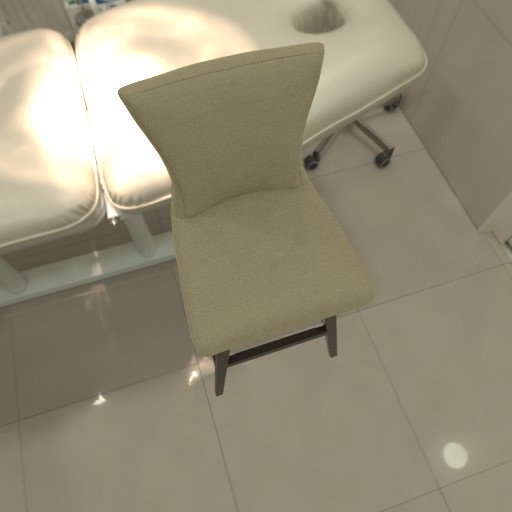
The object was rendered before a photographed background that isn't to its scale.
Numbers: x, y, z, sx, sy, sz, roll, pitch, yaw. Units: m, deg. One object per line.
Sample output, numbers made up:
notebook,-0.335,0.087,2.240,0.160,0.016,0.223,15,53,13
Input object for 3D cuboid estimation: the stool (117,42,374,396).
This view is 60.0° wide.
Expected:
stool,0.000,0.000,1.409,0.514,1.086,0.574,-16,64,-8
